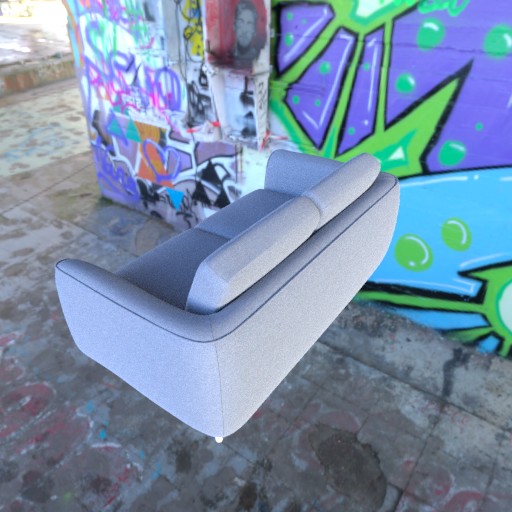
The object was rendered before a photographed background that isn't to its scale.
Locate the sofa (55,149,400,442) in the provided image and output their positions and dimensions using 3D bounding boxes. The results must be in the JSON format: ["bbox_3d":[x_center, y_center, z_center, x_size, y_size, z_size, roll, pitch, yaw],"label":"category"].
[{"bbox_3d":[0.000,0.000,2.224,0.920,0.850,1.700,21,39,29],"label":"sofa"}]
